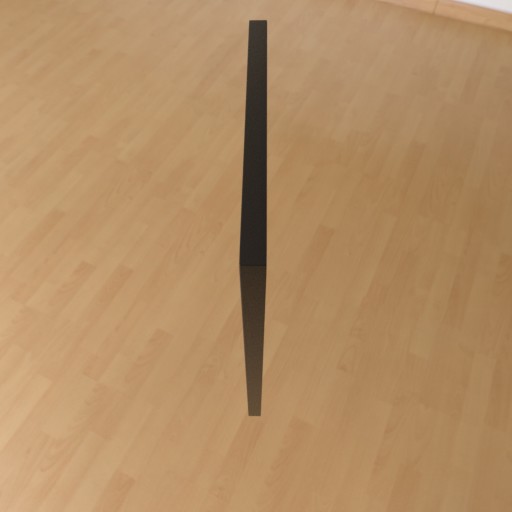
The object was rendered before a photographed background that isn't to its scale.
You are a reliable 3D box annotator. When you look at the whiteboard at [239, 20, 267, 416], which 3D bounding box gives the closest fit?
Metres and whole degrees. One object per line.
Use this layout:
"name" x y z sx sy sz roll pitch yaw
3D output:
"whiteboard" 0.000 0.000 0.777 0.026 0.611 0.406 1 58 0
